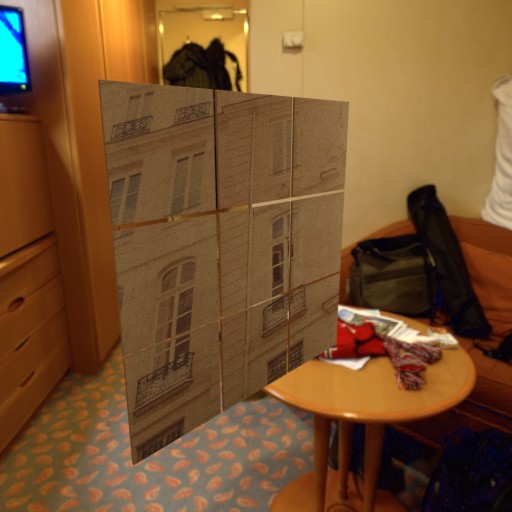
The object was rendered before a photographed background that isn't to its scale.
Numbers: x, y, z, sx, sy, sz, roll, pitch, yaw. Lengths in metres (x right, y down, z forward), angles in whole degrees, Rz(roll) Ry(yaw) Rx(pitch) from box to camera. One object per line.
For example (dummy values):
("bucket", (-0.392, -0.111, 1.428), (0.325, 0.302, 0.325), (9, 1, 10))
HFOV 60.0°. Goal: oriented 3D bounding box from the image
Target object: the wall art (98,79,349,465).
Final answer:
("wall art", (0.000, 0.000, 2.208), (0.023, 1.522, 1.526), (14, 21, 41))
